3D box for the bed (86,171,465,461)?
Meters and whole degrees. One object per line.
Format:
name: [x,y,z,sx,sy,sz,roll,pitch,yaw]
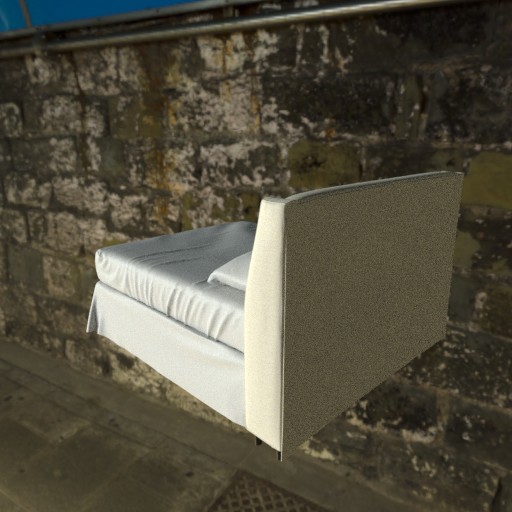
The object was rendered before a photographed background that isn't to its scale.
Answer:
bed: [0.000,0.000,3.400,1.925,1.332,2.276,-15,22,-43]
